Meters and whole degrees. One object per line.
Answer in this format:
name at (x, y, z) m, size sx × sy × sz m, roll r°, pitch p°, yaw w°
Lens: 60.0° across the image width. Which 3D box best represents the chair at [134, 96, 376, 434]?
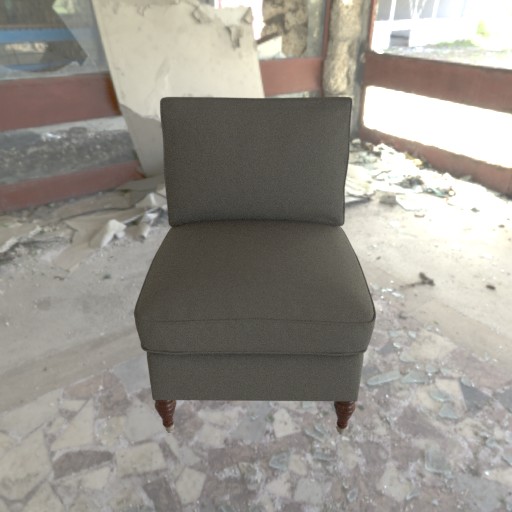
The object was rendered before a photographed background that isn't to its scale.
chair at (0.000, 0.000, 1.652) m, size 0.724 × 1.045 × 0.924 m, roll 0°, pitch 30°, yaw 0°
